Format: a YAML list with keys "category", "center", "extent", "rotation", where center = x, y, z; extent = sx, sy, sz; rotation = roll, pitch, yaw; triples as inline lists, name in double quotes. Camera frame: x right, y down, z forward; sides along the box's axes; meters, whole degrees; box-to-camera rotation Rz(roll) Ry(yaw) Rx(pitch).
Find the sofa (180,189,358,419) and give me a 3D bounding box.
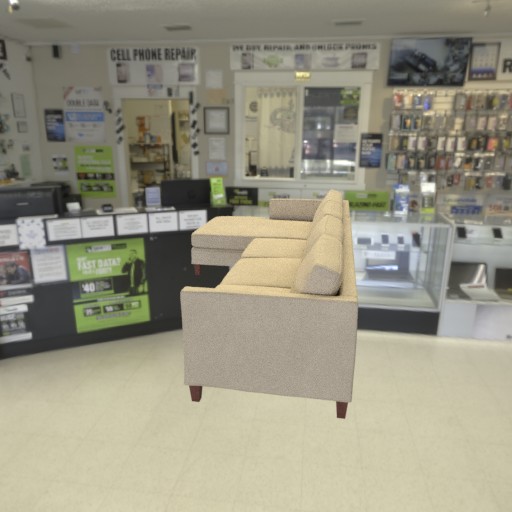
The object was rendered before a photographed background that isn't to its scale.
- category: "sofa"
  center: [0.000, 0.000, 3.876]
  extent: [1.625, 0.846, 3.186]
  rotation: [3, 17, 10]
